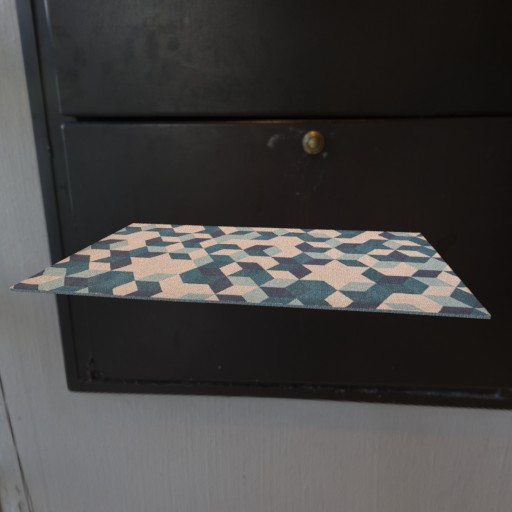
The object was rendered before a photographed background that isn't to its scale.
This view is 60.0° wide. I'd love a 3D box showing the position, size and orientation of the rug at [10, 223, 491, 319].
[{"bbox_3d":[0.000,0.000,2.236,1.829,0.014,1.235,2,17,8],"label":"rug"}]
